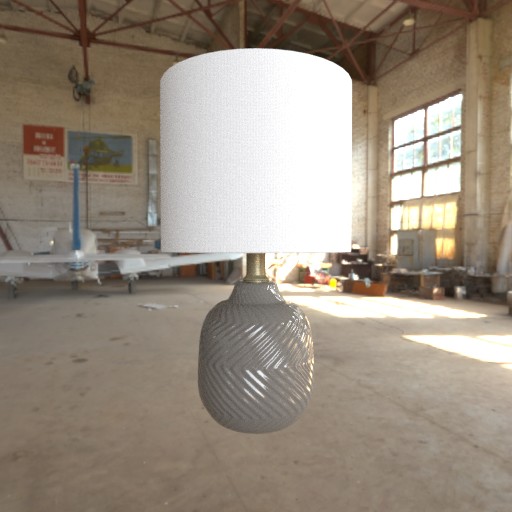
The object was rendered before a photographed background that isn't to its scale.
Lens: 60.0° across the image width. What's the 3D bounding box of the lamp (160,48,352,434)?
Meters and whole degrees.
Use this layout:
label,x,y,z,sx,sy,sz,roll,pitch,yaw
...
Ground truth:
label,x,y,z,sx,sy,sz,roll,pitch,yaw
lamp,0.000,0.000,0.492,0.207,0.366,0.207,0,1,0
